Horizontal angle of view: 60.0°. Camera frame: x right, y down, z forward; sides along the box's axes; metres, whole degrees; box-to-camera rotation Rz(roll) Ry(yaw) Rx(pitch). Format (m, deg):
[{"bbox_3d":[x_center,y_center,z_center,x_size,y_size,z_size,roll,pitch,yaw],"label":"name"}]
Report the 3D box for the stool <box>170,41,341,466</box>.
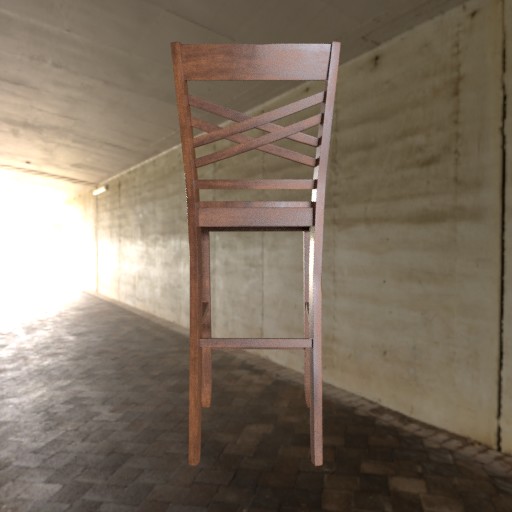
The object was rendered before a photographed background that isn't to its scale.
[{"bbox_3d":[0.000,0.000,1.370,0.433,1.105,0.487,0,1,0],"label":"stool"}]
